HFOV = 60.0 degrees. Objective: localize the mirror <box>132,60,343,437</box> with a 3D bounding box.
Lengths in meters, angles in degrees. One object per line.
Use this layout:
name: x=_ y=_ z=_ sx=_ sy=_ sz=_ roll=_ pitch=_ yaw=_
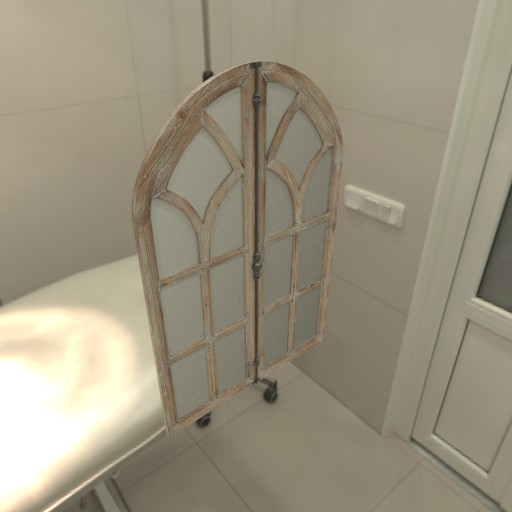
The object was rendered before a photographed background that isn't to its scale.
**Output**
mirror: x=0.000 y=0.000 z=1.130 sx=0.609 sy=0.915 sz=0.032 roll=-23 pitch=38 yaw=-33
